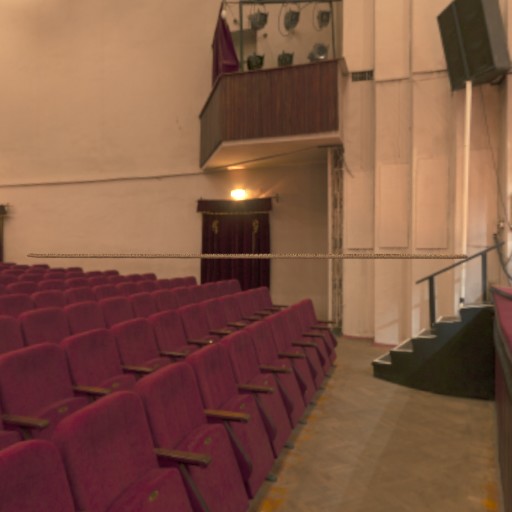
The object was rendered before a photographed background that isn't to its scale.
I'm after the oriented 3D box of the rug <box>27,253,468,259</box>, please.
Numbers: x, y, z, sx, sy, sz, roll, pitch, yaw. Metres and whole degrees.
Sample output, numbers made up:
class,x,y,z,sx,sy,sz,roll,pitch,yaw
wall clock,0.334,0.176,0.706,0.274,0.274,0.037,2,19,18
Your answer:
class,x,y,z,sx,sy,sz,roll,pitch,yaw
rug,0.000,0.000,3.034,2.438,0.034,1.521,0,0,18
